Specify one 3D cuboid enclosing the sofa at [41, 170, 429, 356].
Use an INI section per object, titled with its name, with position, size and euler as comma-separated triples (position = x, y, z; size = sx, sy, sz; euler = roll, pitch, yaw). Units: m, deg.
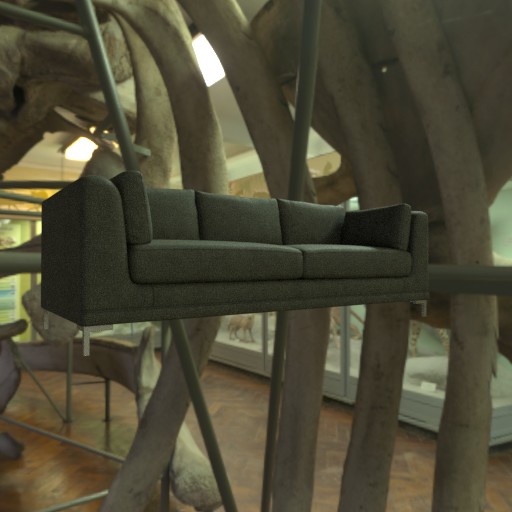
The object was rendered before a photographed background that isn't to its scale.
[sofa]
position = 0.000, 0.000, 2.904
size = 2.415, 0.867, 0.969
euler = 1, -1, -35
